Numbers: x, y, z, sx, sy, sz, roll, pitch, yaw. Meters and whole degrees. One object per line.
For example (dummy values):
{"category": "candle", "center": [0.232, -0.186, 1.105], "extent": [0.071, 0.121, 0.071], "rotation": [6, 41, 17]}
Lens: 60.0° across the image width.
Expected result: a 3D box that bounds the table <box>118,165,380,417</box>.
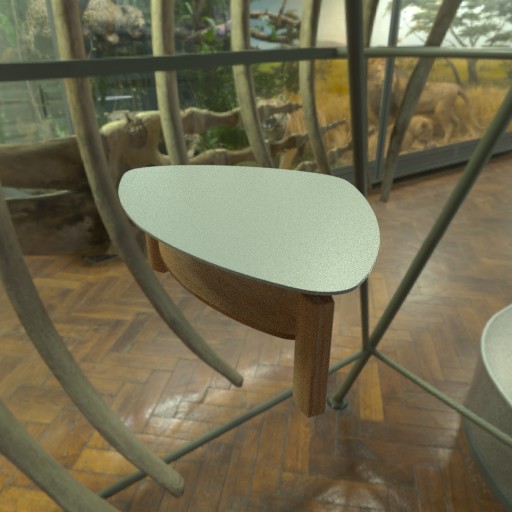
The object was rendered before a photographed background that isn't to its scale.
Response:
{"category": "table", "center": [0.000, 0.000, 1.636], "extent": [0.850, 0.440, 1.250], "rotation": [-17, 31, -31]}
